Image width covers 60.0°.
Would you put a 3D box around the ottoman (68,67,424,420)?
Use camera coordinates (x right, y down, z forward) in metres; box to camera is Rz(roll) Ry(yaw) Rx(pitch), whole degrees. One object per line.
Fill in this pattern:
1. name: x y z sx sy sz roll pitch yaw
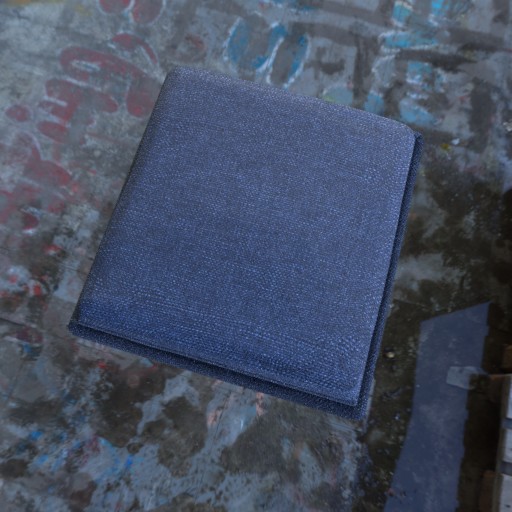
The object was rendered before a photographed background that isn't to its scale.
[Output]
1. ottoman: 0.000 0.000 0.831 0.436 0.493 0.454 16 76 4
